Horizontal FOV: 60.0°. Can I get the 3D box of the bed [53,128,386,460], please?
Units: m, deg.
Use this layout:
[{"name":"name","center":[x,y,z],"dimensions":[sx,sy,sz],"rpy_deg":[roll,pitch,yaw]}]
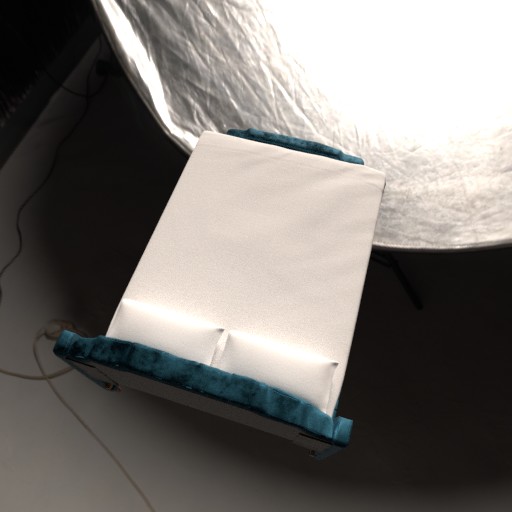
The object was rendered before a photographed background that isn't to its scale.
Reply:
[{"name":"bed","center":[0.000,0.000,3.277],"dimensions":[1.678,1.338,2.322],"rpy_deg":[15,63,8]}]
